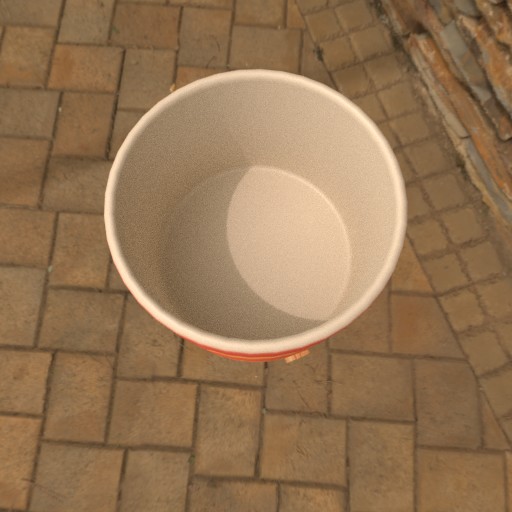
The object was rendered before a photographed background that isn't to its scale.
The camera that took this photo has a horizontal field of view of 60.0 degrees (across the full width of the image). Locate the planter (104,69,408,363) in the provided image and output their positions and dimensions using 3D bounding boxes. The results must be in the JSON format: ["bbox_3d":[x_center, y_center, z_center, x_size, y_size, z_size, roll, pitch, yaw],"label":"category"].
[{"bbox_3d":[0.000,0.000,0.554,0.269,0.379,0.269,0,75,0],"label":"planter"}]
